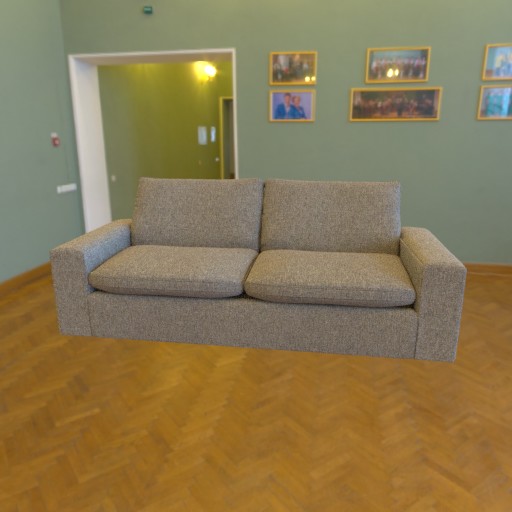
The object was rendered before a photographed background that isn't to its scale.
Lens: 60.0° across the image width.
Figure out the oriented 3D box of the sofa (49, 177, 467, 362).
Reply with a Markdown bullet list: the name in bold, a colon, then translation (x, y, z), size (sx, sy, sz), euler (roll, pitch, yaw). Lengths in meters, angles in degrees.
- **sofa**: translation (0.000, 0.000, 2.858), size (2.299, 0.922, 1.040), euler (2, 15, 8)
